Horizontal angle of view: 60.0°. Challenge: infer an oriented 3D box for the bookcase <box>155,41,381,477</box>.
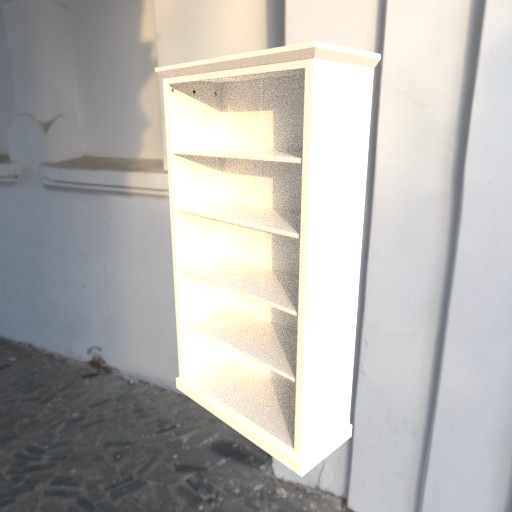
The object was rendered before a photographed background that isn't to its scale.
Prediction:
[{"bbox_3d":[0.000,0.000,2.324,0.432,1.880,1.050,-15,22,-42],"label":"bookcase"}]
